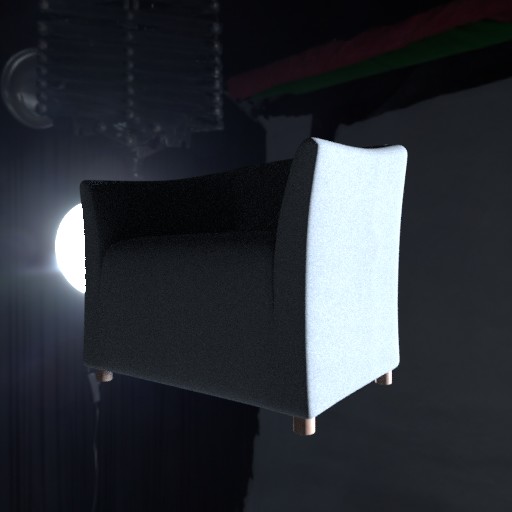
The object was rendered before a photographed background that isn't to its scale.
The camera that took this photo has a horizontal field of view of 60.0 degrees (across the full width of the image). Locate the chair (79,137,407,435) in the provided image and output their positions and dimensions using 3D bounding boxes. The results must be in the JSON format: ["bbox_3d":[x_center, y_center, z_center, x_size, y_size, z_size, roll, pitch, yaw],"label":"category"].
[{"bbox_3d":[0.000,0.000,1.331,0.790,0.720,0.700,-1,-1,36],"label":"chair"}]
